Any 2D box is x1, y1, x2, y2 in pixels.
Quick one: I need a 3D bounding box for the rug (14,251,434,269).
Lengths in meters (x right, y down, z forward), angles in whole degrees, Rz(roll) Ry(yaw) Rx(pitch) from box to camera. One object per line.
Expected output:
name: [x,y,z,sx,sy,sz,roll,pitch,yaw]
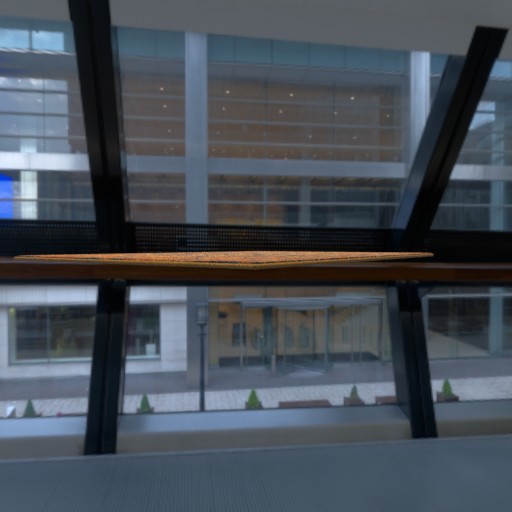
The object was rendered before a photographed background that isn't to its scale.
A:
rug: [0.000,0.000,2.780,1.588,0.024,2.204,1,2,36]
